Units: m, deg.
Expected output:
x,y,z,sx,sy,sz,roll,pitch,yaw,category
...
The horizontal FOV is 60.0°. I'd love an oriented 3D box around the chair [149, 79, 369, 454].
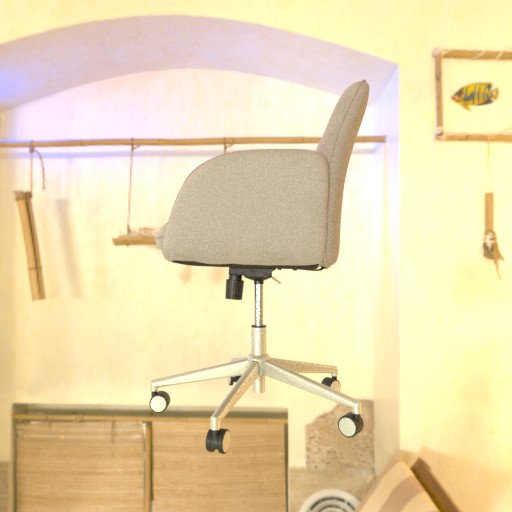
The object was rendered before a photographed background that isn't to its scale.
x,y,z,sx,sy,sz,roll,pitch,yaw,category
0.000,0.000,1.372,0.654,0.959,0.648,0,-1,1,chair
